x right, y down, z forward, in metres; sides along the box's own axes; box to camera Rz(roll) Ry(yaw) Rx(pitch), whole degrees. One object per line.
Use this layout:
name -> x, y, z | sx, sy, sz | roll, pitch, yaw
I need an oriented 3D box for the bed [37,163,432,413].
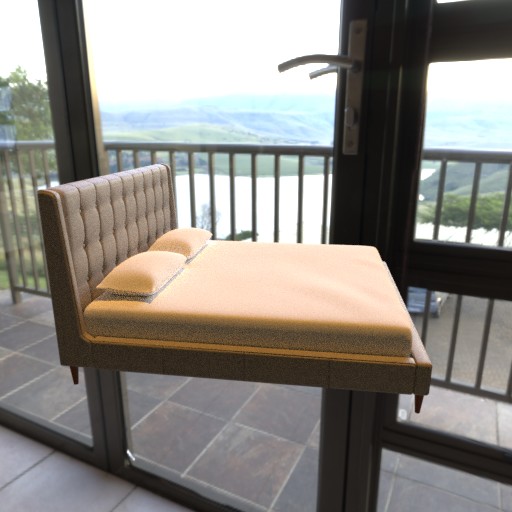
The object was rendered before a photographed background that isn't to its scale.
bed -> 0.000, 0.000, 3.572 | 2.342, 1.289, 2.062 | 2, 16, 8
